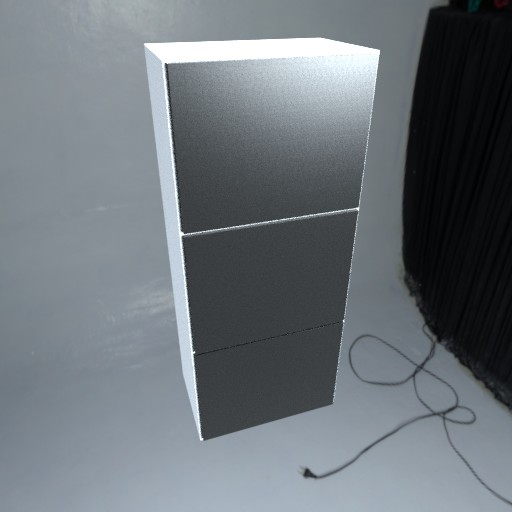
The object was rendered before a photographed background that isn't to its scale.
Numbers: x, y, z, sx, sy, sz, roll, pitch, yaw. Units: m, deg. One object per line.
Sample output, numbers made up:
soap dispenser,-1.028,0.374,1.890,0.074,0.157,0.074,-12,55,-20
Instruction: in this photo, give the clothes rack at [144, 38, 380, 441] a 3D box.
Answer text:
clothes rack,0.000,0.000,1.386,0.500,1.187,0.330,-10,32,-16
